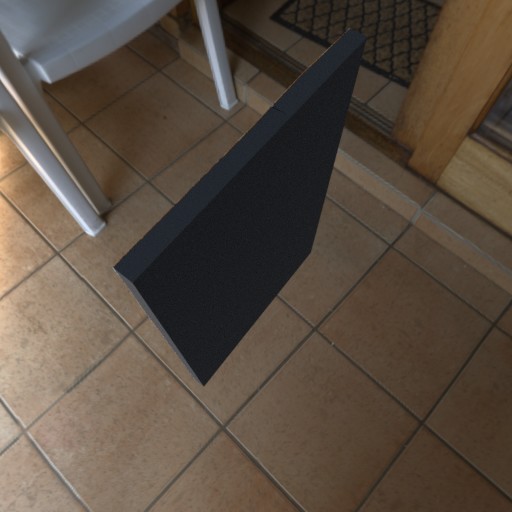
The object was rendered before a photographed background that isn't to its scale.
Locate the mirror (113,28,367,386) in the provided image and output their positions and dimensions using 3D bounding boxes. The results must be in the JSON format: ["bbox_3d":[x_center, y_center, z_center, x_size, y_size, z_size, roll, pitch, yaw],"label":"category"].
[{"bbox_3d":[0.000,0.000,1.123,0.044,0.912,0.606,35,70,15],"label":"mirror"}]
